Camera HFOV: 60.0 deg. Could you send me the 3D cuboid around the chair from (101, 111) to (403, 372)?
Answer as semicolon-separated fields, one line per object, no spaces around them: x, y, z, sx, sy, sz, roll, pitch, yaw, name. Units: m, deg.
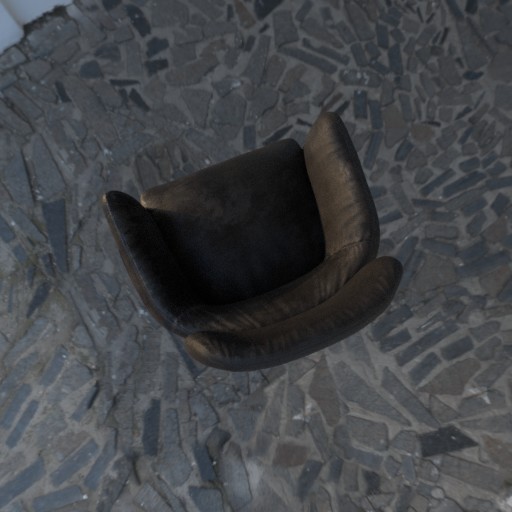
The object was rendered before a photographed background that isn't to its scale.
0.000;0.000;1.239;0.640;0.818;0.604;-21;76;-6;chair
